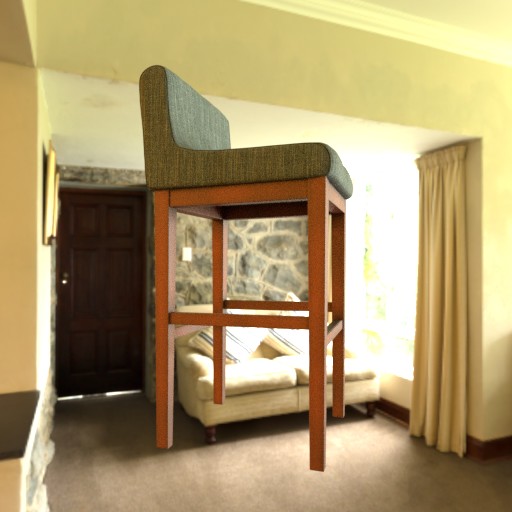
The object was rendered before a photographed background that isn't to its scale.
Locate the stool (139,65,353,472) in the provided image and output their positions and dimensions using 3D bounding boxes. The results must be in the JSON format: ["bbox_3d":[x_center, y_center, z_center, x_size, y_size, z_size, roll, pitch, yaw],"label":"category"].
[{"bbox_3d":[0.000,0.000,1.236,0.499,0.965,0.426,0,-1,18],"label":"stool"}]
